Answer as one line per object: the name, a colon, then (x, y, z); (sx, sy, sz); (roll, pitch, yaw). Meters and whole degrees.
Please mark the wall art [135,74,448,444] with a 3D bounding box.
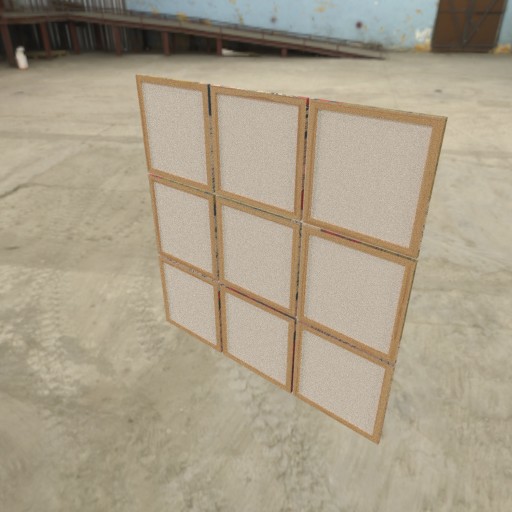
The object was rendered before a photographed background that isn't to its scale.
wall art: (0.000, 0.000, 1.290); (0.904, 0.913, 0.013); (22, 36, 33)
